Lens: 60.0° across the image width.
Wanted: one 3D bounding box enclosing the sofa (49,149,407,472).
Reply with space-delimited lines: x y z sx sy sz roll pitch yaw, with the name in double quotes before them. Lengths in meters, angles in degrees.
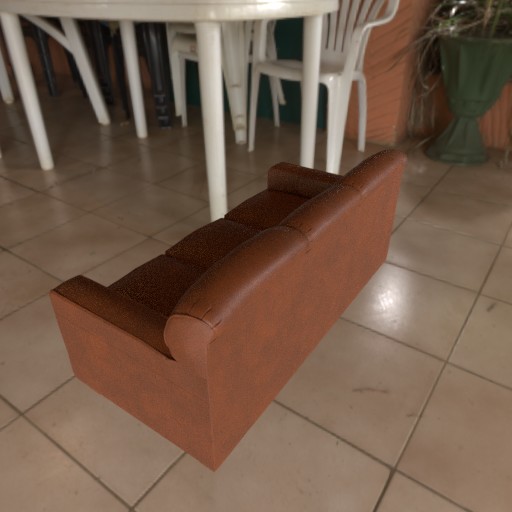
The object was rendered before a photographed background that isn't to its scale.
"sofa" 0.000 0.000 2.568 1.008 0.953 2.039 20 37 28
